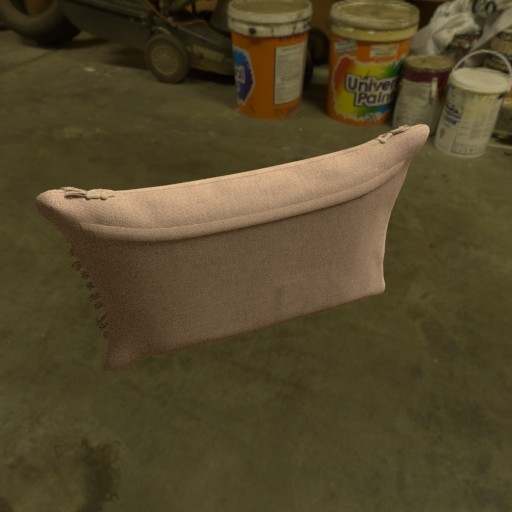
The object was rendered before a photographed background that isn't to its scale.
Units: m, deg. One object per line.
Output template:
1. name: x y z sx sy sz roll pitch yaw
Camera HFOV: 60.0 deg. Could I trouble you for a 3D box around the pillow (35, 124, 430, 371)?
1. pillow: 0.000 0.000 0.593 0.466 0.305 0.084 -14 43 -15
